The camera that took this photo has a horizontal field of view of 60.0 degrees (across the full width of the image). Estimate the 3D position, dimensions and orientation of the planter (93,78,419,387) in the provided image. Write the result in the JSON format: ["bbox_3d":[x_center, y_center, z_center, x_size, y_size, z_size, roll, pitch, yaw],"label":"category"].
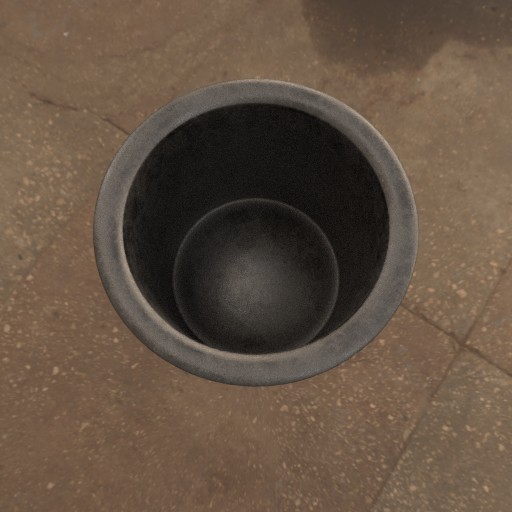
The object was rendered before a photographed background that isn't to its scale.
[{"bbox_3d":[0.000,0.000,0.220,0.125,0.112,0.125,0,75,0],"label":"planter"}]
